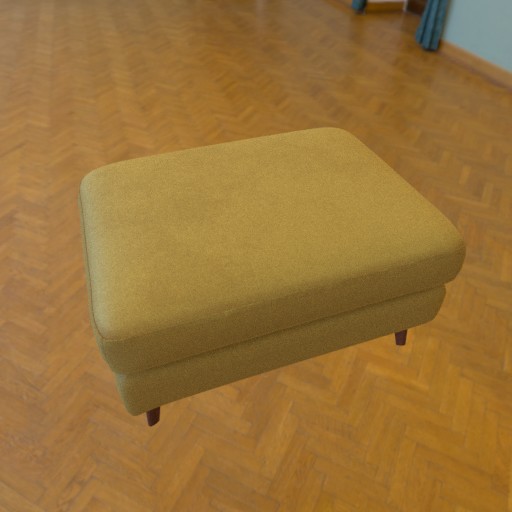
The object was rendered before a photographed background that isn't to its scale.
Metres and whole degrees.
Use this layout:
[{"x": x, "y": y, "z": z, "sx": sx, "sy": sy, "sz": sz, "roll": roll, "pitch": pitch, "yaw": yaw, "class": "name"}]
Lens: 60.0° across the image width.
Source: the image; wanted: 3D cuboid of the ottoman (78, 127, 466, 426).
[{"x": 0.000, "y": 0.000, "z": 1.163, "sx": 0.811, "sy": 0.449, "sz": 0.608, "roll": -13, "pitch": 44, "yaw": -14, "class": "ottoman"}]
